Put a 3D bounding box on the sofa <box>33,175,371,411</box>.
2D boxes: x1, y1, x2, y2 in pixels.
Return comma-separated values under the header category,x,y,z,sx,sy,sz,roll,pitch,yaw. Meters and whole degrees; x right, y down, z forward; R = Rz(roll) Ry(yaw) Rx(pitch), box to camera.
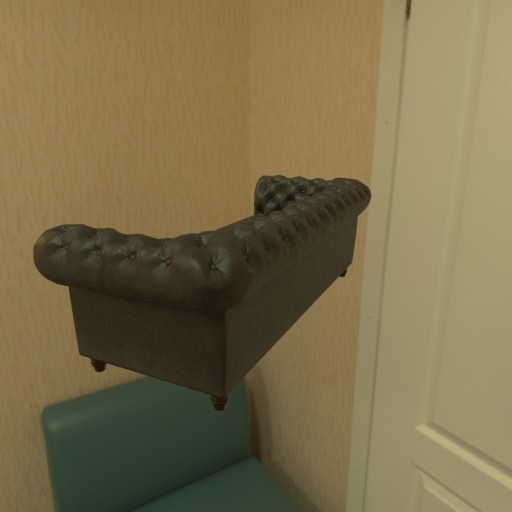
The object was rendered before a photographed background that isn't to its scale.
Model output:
category,x,y,z,sx,sy,sz,roll,pitch,yaw
sofa,0.000,0.000,2.748,0.944,0.783,2.385,8,19,25
